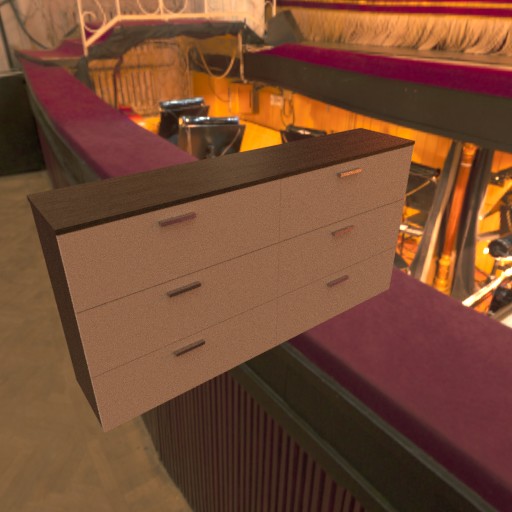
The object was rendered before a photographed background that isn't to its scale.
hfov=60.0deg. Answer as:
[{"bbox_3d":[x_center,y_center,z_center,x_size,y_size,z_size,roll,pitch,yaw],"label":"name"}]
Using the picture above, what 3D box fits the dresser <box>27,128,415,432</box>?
[{"bbox_3d":[0.000,0.000,1.856,1.535,0.790,0.333,-20,34,-32],"label":"dresser"}]
